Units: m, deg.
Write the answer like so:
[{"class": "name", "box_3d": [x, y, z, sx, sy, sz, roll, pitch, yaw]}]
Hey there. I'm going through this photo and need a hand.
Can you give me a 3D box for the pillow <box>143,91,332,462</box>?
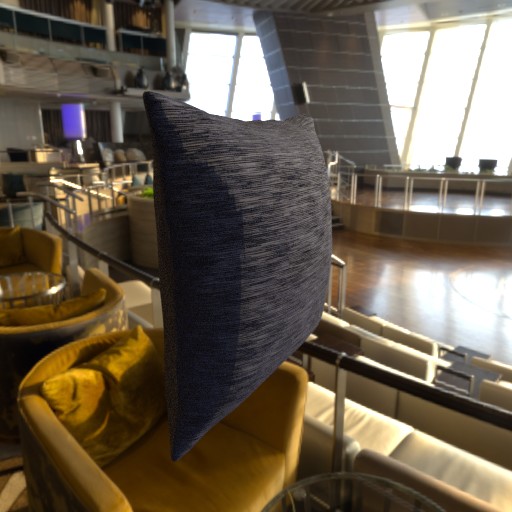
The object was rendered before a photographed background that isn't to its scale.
[{"class": "pillow", "box_3d": [0.000, 0.000, 0.680, 0.204, 0.439, 0.452, 8, 17, 27]}]
